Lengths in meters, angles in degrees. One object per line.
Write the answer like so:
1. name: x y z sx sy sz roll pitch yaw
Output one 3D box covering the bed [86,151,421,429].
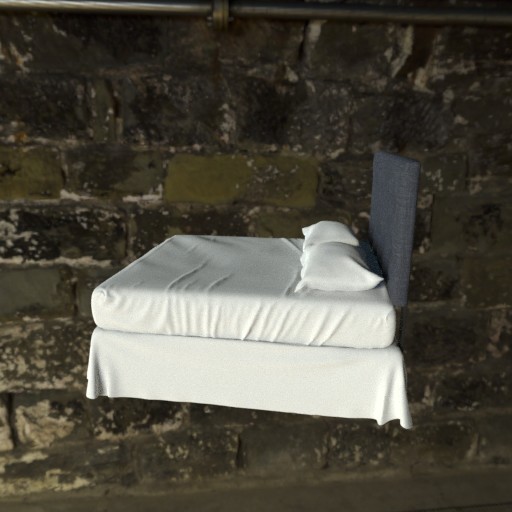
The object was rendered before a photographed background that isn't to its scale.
1. bed: 0.000 0.000 3.496 2.222 1.577 1.936 2 16 9
